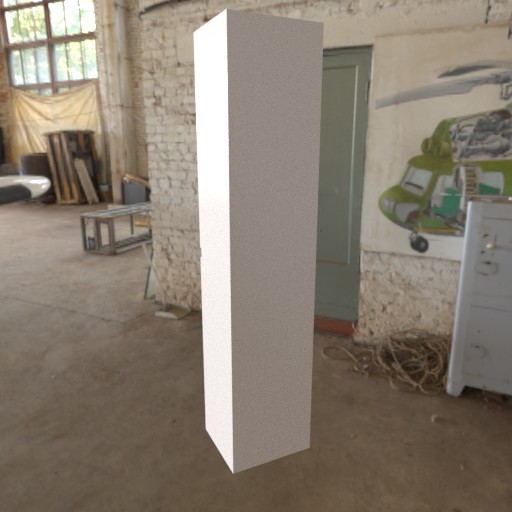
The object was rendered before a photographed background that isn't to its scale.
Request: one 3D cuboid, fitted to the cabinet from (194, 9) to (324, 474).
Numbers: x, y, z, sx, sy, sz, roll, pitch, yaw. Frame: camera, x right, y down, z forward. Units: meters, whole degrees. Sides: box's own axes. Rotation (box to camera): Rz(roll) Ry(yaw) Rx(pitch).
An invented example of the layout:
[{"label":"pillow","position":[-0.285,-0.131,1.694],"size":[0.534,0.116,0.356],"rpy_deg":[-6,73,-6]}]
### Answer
[{"label":"cabinet","position":[0.000,0.000,1.487],"size":[0.300,1.400,0.269],"rpy_deg":[-7,15,-25]}]
